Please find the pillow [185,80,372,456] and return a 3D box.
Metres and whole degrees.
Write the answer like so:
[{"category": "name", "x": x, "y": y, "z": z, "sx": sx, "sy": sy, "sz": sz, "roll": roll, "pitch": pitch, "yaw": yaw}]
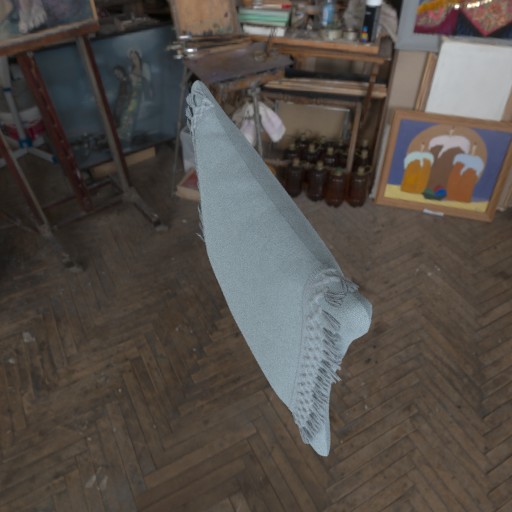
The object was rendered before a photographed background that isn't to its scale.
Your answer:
[{"category": "pillow", "x": 0.000, "y": 0.000, "z": 0.600, "sx": 0.084, "sy": 0.305, "sz": 0.466, "roll": -16, "pitch": 48, "yaw": -15}]
